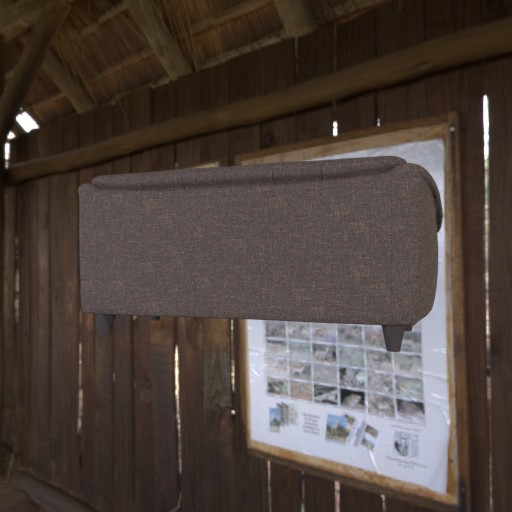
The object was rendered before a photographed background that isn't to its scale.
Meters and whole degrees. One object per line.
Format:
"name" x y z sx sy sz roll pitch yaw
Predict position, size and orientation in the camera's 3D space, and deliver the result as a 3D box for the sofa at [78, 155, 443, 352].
"sofa" 0.000 0.000 2.316 1.849 0.790 0.887 0 -1 17
